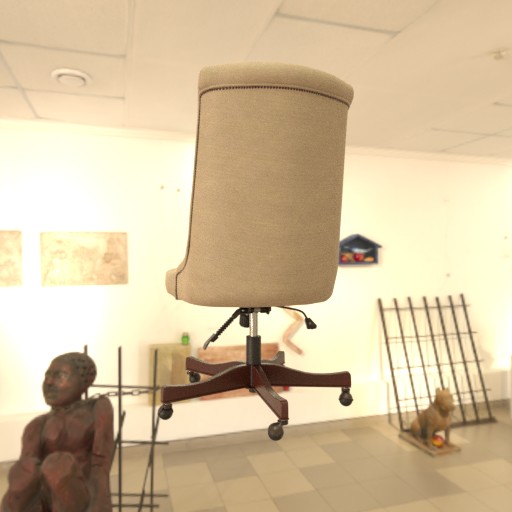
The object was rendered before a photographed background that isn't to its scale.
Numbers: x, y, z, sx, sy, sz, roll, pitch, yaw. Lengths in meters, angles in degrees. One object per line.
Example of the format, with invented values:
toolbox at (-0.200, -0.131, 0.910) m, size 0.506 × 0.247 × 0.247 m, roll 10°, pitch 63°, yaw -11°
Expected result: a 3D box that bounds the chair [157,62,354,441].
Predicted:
chair at (0.000, 0.000, 1.470) m, size 0.645 × 1.010 × 0.696 m, roll 0°, pitch 1°, yaw -17°
